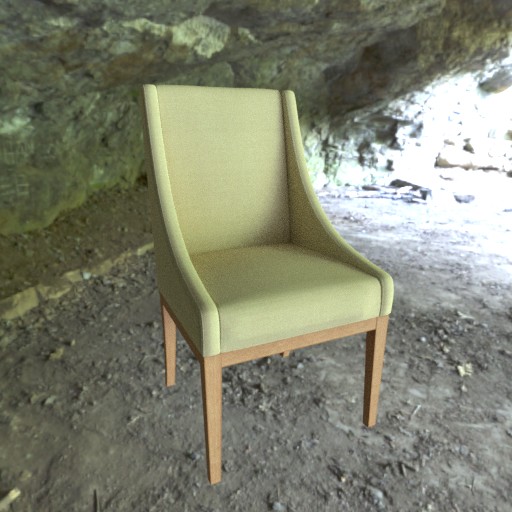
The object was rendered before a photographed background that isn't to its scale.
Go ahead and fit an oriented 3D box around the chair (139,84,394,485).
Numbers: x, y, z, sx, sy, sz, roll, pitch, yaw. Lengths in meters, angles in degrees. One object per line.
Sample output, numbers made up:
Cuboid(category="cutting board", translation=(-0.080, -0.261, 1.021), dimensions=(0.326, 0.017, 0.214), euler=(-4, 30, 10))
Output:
Cuboid(category="chair", translation=(0.000, 0.000, 1.374), dimensions=(0.575, 1.021, 0.611), euler=(-8, 18, -25))
